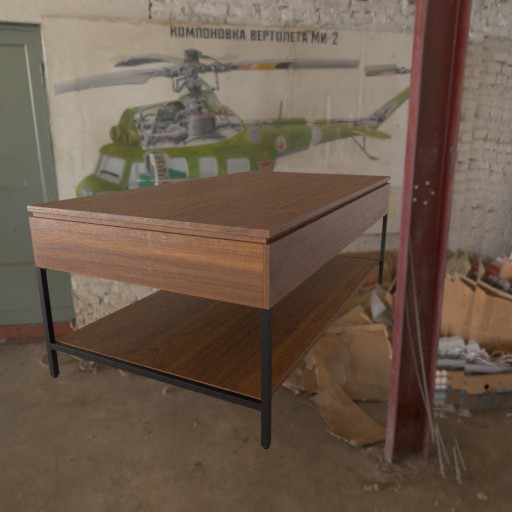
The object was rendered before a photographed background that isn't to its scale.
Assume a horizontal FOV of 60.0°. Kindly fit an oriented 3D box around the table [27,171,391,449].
[{"bbox_3d":[0.000,0.000,1.339,0.574,0.414,1.057,7,17,25],"label":"table"}]
